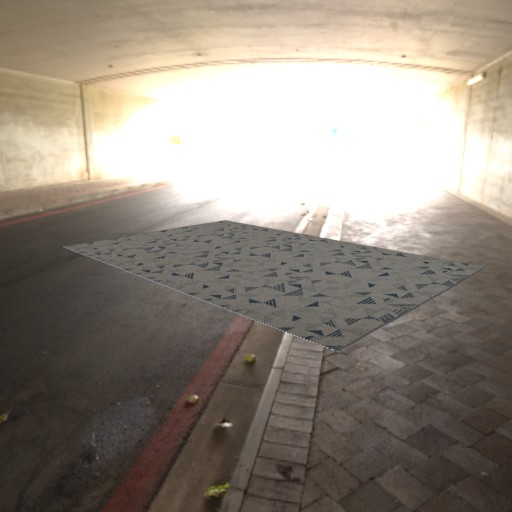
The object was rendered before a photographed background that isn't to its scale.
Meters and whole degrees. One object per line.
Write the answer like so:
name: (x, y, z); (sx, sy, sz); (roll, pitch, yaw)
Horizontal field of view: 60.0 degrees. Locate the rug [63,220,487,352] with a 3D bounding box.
rug: (0.000, 0.000, 2.260); (1.835, 0.003, 1.206); (14, 20, 43)
